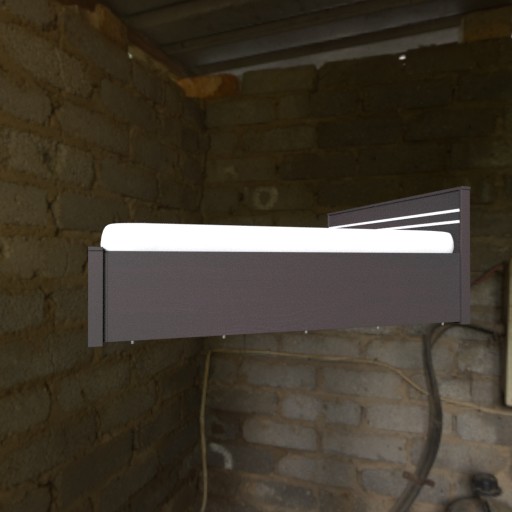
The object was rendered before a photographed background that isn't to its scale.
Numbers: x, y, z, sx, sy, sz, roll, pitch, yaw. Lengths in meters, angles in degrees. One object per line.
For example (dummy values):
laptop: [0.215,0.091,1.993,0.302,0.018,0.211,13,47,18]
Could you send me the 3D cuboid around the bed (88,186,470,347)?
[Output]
bed: [0.000,0.000,3.029,2.103,0.808,1.634,0,-1,-19]
